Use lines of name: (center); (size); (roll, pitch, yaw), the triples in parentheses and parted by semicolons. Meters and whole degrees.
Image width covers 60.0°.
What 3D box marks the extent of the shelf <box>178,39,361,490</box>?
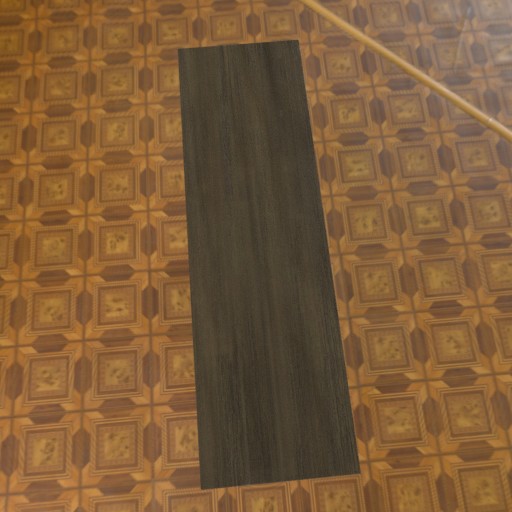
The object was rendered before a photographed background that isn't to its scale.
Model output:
shelf: (0.000, 0.000, 1.501); (0.400, 0.495, 1.300); (-5, 74, -1)
